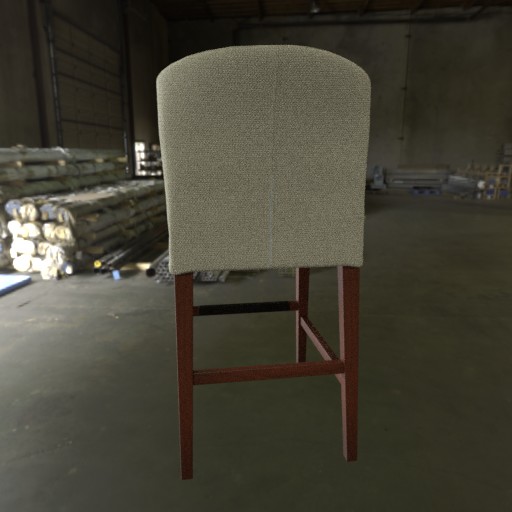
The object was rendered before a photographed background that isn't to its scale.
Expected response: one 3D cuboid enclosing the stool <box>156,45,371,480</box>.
[{"bbox_3d":[0.000,0.000,1.229,0.481,0.969,0.568,-2,13,-9],"label":"stool"}]
